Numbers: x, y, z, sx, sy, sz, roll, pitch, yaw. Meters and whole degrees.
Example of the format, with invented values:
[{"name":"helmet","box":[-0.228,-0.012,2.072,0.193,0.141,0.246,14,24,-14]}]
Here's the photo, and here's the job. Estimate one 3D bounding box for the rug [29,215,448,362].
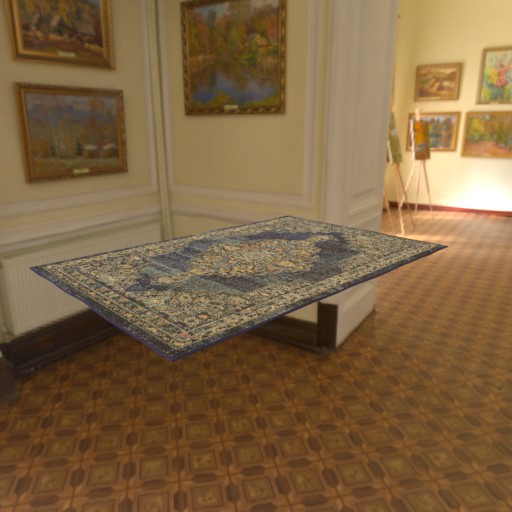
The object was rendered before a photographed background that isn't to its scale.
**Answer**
[{"name":"rug","box":[0.000,0.000,2.230,1.781,0.012,1.184,-15,22,-42]}]
